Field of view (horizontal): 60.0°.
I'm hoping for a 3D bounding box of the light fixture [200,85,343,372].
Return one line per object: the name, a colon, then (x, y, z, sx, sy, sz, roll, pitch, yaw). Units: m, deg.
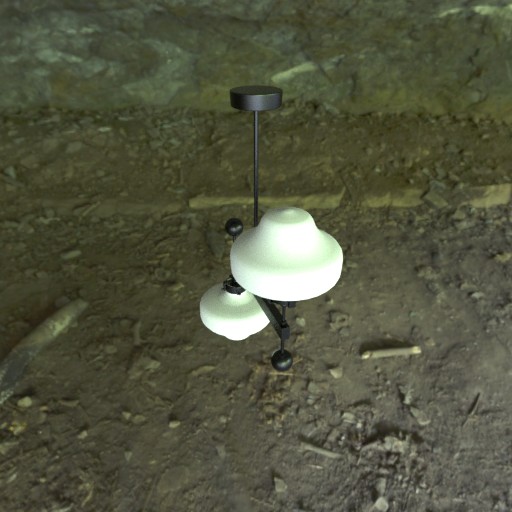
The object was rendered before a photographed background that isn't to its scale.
light fixture: (0.000, 0.000, 1.043, 0.489, 0.743, 0.422, 18, 34, 28)
